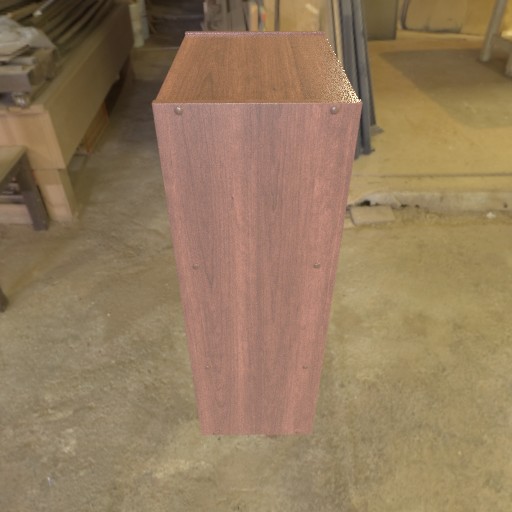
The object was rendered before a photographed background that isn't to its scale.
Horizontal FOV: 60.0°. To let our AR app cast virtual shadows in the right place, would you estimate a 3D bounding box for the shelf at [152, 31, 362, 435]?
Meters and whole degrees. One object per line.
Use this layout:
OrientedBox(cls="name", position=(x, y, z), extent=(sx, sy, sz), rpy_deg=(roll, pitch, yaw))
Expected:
OrientedBox(cls="shelf", position=(0.000, 0.000, 1.046), extent=(0.290, 0.879, 0.414), rpy_deg=(0, 39, 0))
